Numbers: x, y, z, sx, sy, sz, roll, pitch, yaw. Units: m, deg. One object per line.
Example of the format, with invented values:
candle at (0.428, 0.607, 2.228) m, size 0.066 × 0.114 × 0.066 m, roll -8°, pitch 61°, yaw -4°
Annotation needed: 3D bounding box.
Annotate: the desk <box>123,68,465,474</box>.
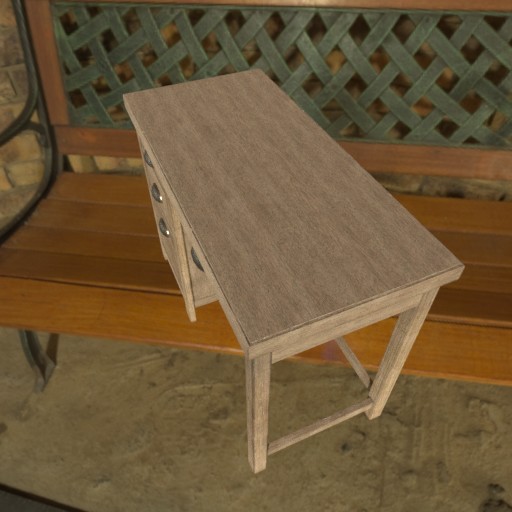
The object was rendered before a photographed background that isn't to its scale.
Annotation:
desk at (0.000, 0.000, 1.787) m, size 0.610 × 0.912 × 1.289 m, roll -18°, pitch 49°, yaw -16°
